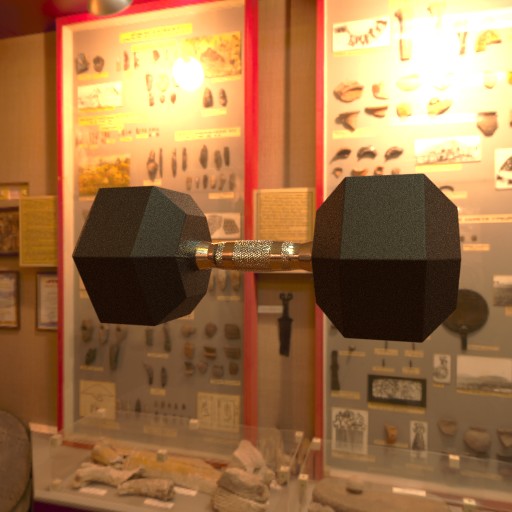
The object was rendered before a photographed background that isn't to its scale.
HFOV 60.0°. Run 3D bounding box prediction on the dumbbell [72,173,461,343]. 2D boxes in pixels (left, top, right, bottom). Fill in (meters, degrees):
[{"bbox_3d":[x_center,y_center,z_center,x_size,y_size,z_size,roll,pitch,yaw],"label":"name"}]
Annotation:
[{"bbox_3d":[0.000,0.000,0.440,0.361,0.137,0.157,0,1,17],"label":"dumbbell"}]
